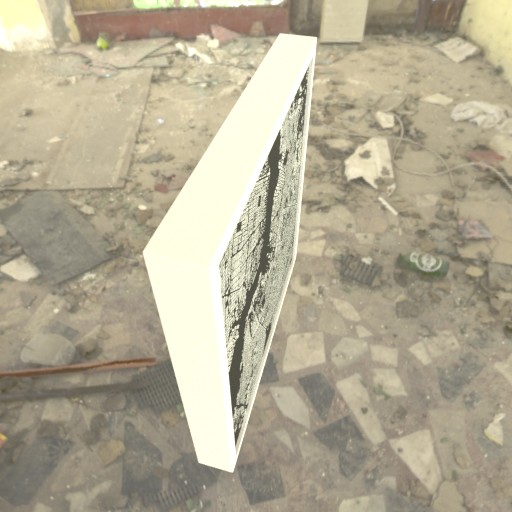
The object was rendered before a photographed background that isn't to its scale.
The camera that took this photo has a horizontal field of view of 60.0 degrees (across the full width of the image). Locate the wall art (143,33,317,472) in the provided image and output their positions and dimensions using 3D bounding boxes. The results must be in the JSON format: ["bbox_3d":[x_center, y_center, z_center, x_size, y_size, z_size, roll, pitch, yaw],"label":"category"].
[{"bbox_3d":[0.000,0.000,0.434,0.037,0.305,0.305,11,47,11],"label":"wall art"}]
